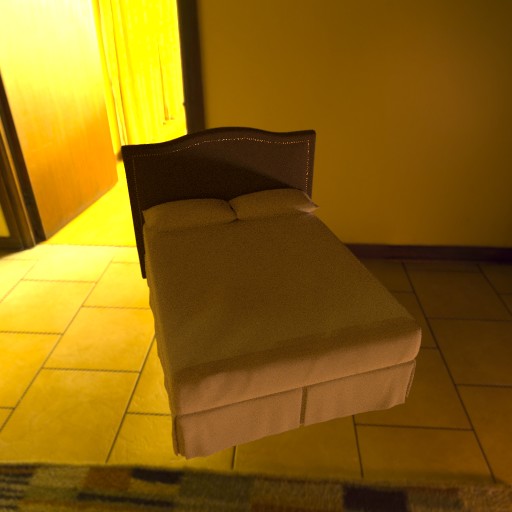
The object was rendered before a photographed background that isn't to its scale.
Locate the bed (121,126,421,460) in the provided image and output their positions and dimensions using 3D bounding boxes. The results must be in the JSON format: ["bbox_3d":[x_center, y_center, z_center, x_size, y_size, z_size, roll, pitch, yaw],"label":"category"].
[{"bbox_3d":[0.000,0.000,3.236,1.666,1.387,2.036,-9,32,-14],"label":"bed"}]
